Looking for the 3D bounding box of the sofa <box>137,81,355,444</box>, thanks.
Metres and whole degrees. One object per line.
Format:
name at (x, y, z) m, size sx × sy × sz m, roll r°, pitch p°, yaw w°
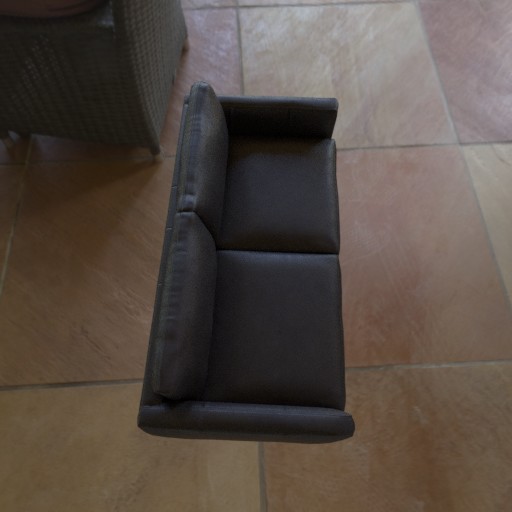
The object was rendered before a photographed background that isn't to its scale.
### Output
sofa at (0.000, 0.000, 2.319) m, size 0.947 × 0.883 × 1.805 m, roll 0°, pitch 65°, yaw 0°
